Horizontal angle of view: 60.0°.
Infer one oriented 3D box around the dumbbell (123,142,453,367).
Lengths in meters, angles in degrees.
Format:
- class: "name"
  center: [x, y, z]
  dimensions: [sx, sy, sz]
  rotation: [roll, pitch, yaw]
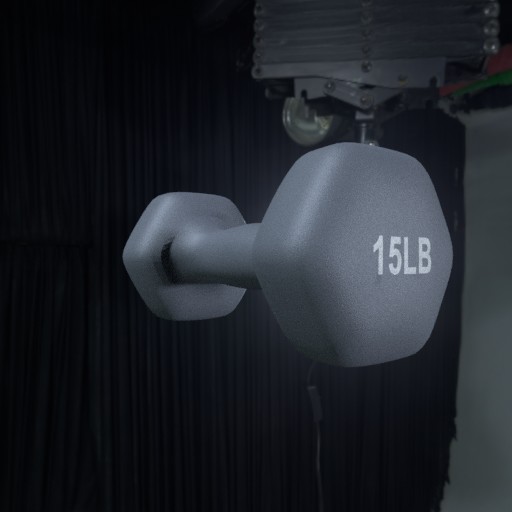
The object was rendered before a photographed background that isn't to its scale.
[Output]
- class: "dumbbell"
  center: [0.000, 0.000, 0.298]
  dimensions: [0.116, 0.105, 0.240]
  rotation: [0, 0, -34]
